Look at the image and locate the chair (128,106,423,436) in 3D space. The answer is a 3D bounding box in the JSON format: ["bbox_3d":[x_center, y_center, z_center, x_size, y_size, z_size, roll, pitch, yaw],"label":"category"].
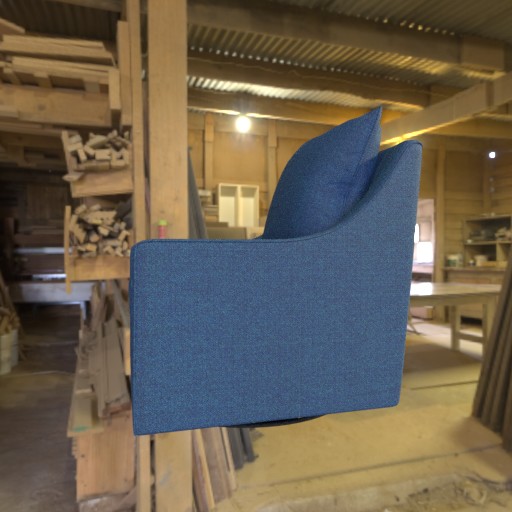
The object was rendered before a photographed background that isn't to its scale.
[{"bbox_3d":[0.000,0.000,1.574,0.870,0.939,0.750,0,1,-16],"label":"chair"}]
